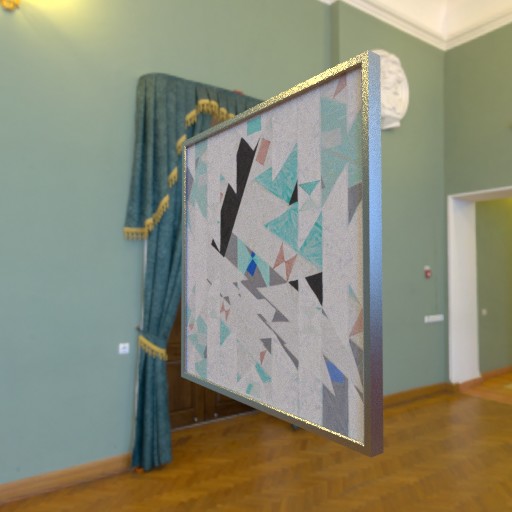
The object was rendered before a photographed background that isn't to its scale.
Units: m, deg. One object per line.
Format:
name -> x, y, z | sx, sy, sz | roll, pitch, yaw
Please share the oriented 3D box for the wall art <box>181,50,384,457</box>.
wall art -> 0.000, 0.000, 1.212 | 0.038, 0.806, 0.806 | 1, -2, -37
